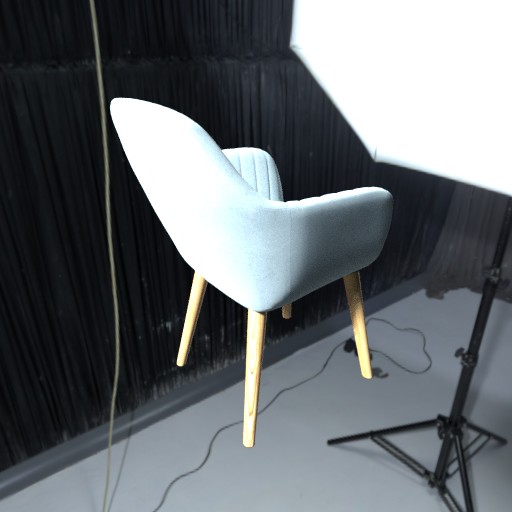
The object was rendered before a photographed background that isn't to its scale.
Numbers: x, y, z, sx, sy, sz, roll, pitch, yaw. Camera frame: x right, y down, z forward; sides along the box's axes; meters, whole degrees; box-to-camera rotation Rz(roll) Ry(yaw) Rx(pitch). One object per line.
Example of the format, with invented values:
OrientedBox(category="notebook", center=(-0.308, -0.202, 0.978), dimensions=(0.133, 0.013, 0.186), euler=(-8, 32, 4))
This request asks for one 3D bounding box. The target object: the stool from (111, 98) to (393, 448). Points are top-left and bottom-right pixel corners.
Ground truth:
OrientedBox(category="stool", center=(0.000, 0.000, 1.190), dimensions=(0.590, 0.830, 0.503), euler=(-18, 32, -31))
